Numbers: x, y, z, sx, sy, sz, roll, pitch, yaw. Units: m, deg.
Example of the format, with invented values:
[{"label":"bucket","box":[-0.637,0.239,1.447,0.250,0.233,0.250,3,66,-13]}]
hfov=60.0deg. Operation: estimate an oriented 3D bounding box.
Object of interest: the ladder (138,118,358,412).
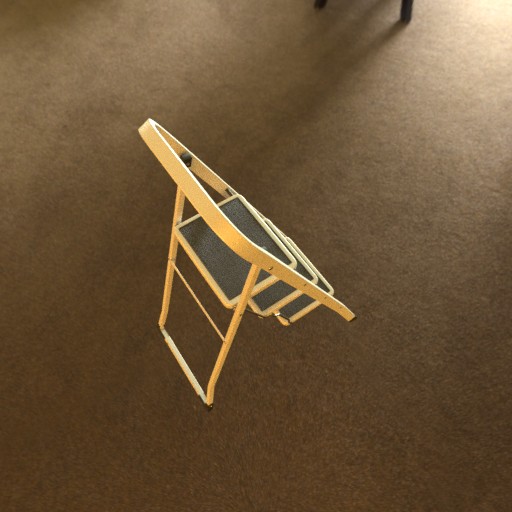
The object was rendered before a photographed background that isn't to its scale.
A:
[{"label":"ladder","box":[0.000,0.000,1.384,0.711,1.050,0.460,-30,64,-17]}]
